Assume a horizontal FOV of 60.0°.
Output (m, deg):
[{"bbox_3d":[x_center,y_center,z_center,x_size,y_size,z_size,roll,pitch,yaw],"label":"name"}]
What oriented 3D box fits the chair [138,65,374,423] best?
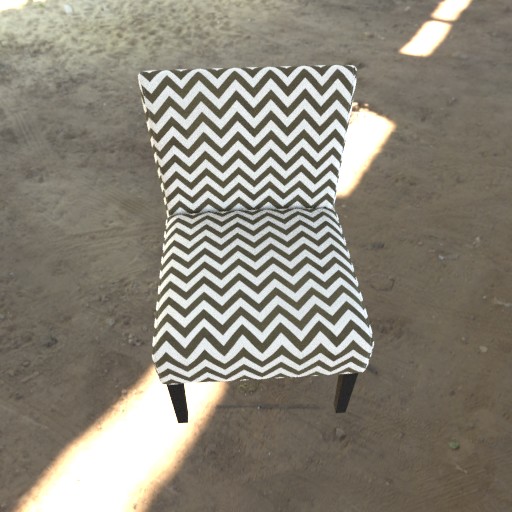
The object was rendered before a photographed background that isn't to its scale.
[{"bbox_3d":[0.000,0.000,1.284,0.589,0.838,0.648,-3,46,-3],"label":"chair"}]
